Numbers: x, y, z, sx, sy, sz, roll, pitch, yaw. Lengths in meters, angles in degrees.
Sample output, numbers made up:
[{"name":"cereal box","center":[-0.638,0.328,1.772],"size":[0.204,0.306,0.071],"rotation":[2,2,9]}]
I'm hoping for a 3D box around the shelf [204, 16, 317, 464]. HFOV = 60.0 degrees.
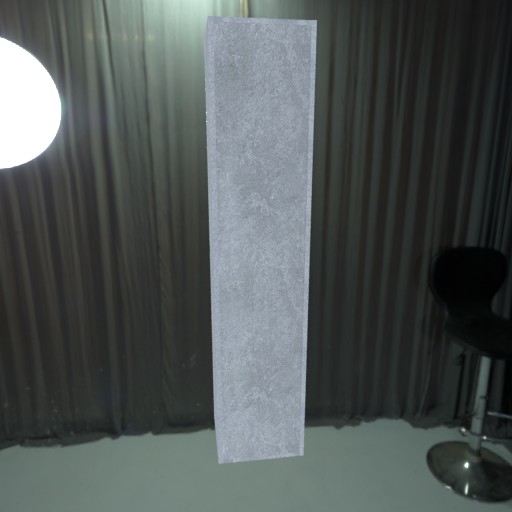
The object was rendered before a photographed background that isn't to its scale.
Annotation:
[{"name":"shelf","center":[0.000,0.000,1.505],"size":[0.300,1.400,0.270],"rotation":[-2,15,-8]}]
